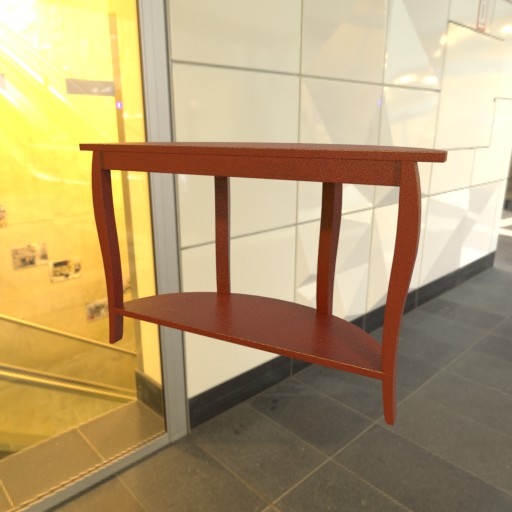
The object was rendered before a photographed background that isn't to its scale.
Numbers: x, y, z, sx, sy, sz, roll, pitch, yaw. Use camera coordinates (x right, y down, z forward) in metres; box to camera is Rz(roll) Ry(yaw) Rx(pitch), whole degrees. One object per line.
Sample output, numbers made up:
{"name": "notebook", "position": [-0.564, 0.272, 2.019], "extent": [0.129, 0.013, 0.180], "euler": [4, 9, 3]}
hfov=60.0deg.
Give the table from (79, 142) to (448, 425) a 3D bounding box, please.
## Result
{"name": "table", "position": [0.000, 0.000, 1.597], "extent": [1.219, 0.779, 0.405], "euler": [8, 18, 26]}
